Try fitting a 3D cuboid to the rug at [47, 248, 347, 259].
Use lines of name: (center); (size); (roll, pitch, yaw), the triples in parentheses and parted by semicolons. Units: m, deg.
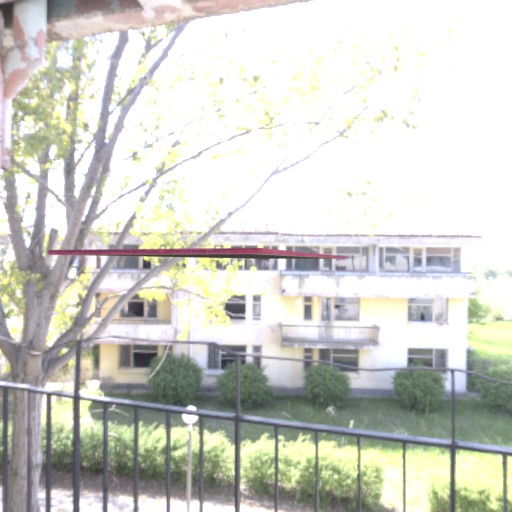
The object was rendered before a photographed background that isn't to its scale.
rug: (0.000, 0.000, 2.643); (0.813, 0.018, 2.439); (0, -1, 18)
